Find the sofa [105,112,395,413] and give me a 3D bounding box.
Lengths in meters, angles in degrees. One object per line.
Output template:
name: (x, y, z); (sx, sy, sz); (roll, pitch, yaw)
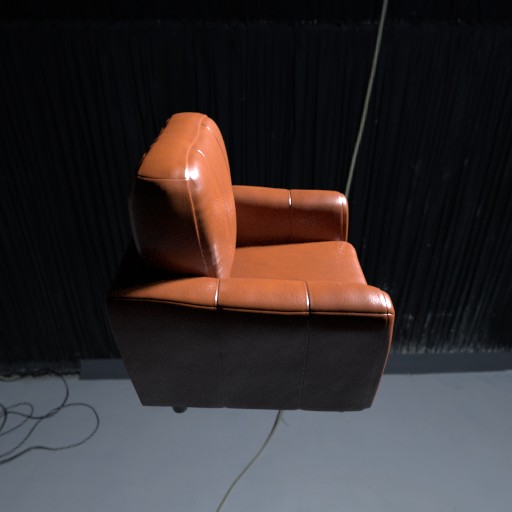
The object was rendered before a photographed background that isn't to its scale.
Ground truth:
sofa: (0.000, 0.000, 1.536); (0.789, 0.876, 0.836); (0, 31, 0)
